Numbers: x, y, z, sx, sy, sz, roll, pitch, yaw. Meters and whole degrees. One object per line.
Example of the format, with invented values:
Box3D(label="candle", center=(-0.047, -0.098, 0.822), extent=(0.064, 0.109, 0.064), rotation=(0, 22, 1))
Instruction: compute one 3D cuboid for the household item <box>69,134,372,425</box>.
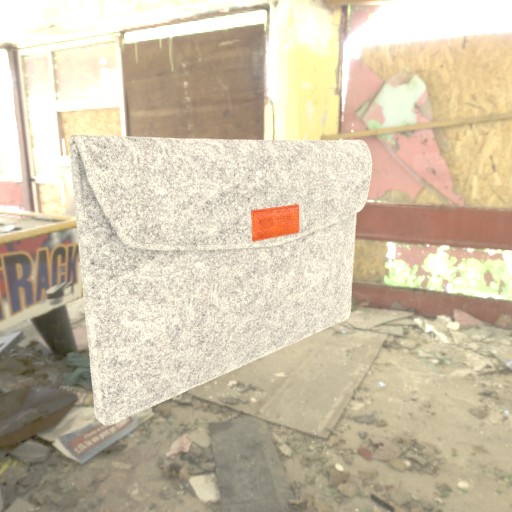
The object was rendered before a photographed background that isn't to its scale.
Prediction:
Box3D(label="household item", center=(0.000, 0.000, 0.428), extent=(0.335, 0.221, 0.057), rotation=(-13, 19, -42))
